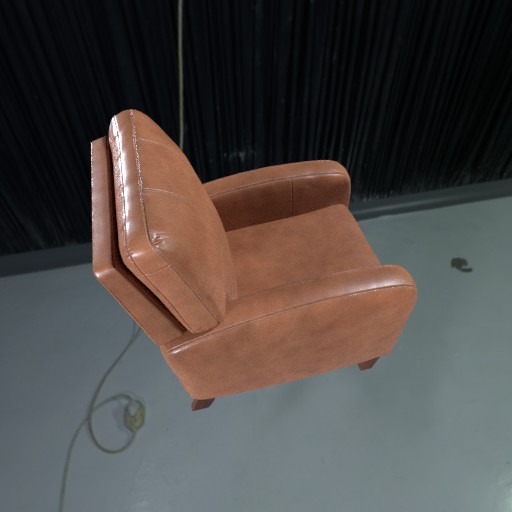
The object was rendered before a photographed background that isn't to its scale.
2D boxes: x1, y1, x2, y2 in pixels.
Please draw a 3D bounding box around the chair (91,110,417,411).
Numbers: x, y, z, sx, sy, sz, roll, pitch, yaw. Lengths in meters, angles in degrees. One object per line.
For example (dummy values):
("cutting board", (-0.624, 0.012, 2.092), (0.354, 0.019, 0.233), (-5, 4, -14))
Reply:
("chair", (0.000, 0.000, 1.676), (0.990, 0.990, 0.762), (-11, 50, -9))
